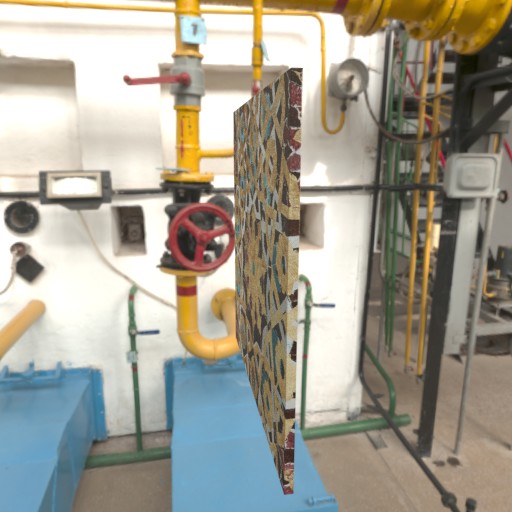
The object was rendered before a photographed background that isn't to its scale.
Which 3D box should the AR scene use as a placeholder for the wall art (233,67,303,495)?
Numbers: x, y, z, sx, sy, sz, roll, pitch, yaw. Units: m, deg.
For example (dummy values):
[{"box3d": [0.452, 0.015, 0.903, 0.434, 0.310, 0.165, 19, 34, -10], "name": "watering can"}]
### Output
[{"box3d": [0.000, 0.000, 0.599, 0.010, 0.406, 0.404, -2, 13, -9], "name": "wall art"}]
